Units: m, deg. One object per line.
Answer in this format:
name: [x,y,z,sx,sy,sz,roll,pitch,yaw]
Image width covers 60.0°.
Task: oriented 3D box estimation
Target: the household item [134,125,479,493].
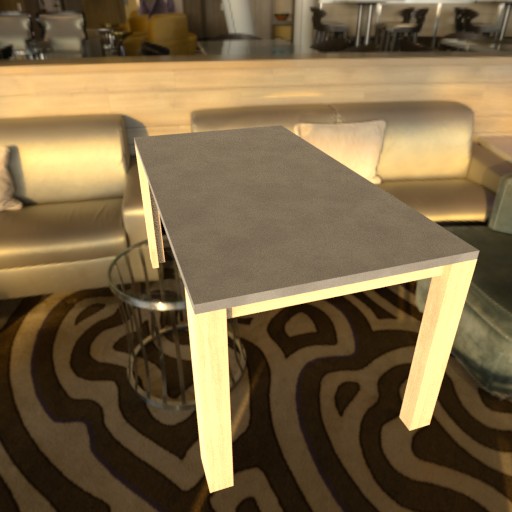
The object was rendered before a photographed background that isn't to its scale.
household item: [0.000,0.000,2.031,0.850,0.755,1.600,-9,31,-16]
